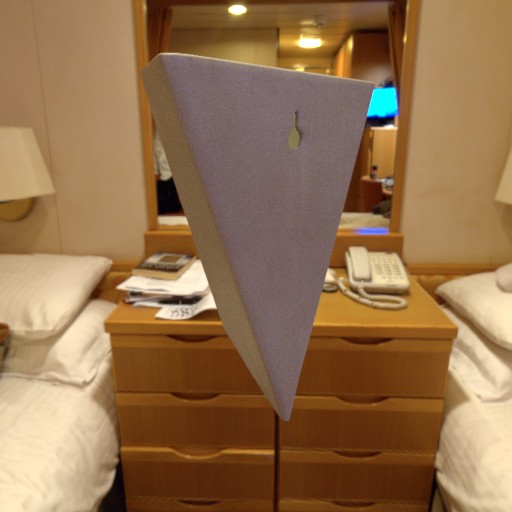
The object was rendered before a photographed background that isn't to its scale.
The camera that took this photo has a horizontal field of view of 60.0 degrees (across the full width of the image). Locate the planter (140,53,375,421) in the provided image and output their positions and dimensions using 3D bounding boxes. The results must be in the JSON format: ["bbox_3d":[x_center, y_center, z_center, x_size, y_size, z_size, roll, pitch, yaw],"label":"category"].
[{"bbox_3d":[0.000,0.000,0.261,0.150,0.197,0.060,-14,21,-42],"label":"planter"}]
